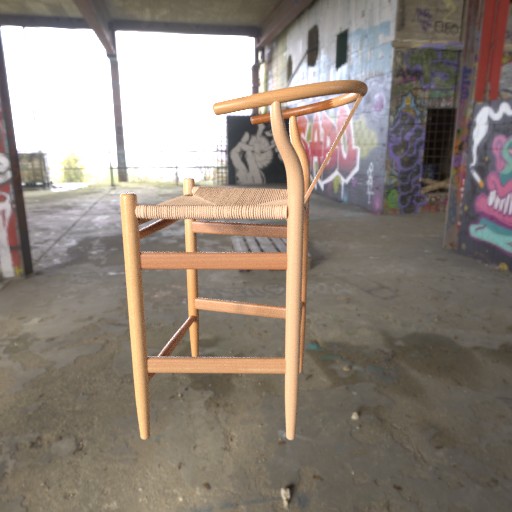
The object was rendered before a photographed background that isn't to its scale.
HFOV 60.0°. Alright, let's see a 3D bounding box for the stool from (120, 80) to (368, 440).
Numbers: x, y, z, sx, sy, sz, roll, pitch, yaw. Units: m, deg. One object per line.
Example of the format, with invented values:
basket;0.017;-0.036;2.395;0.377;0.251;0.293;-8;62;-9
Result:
stool;0.000;0.000;1.287;0.575;0.923;0.536;2;14;9
